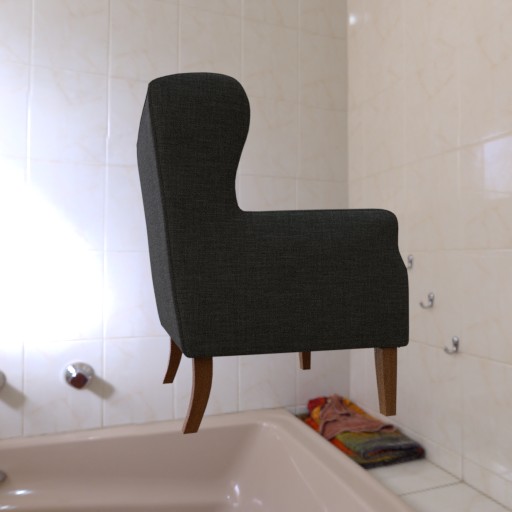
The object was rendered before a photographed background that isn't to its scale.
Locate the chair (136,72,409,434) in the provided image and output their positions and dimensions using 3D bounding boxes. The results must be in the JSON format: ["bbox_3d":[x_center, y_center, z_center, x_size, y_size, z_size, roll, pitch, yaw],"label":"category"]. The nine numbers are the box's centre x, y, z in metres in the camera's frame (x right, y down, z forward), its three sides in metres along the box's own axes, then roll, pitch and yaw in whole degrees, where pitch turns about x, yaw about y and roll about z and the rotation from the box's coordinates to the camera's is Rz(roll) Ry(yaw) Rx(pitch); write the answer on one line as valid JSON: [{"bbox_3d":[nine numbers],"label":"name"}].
[{"bbox_3d":[0.000,0.000,1.520,0.775,0.953,0.711,0,-1,-18],"label":"chair"}]
